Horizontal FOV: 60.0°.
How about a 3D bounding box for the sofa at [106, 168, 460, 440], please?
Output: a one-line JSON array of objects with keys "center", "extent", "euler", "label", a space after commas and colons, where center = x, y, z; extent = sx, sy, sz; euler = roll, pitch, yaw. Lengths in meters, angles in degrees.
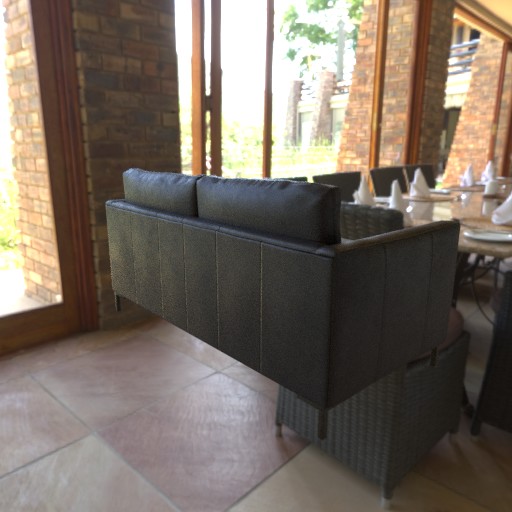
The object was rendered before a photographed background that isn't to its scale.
[{"center": [0.000, 0.000, 2.344], "extent": [0.947, 0.883, 1.805], "euler": [-13, 19, -42], "label": "sofa"}]
